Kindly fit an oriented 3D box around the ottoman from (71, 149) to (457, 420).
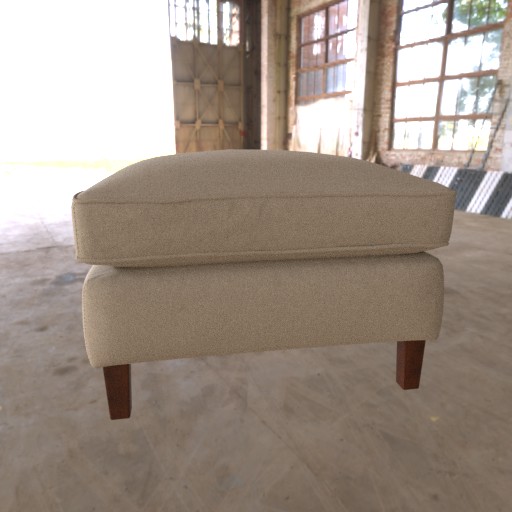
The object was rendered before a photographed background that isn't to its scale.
[{"bbox_3d":[0.000,0.000,0.976,0.665,0.456,0.501,-3,15,-10],"label":"ottoman"}]
